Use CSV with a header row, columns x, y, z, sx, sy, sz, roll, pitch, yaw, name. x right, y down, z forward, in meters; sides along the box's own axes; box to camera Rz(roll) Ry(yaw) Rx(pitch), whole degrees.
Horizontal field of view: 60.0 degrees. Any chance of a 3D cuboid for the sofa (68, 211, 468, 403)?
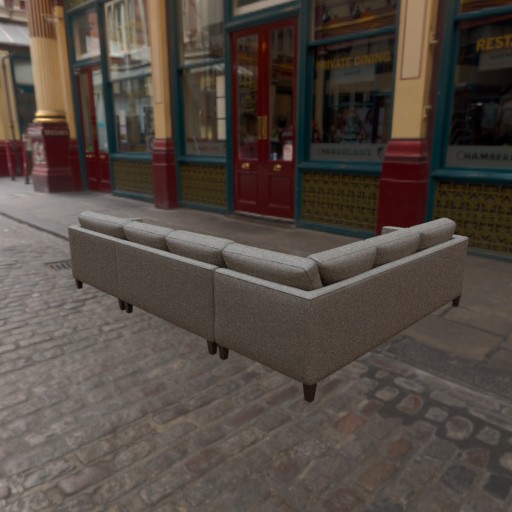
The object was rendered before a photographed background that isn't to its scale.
x,y,z,sx,sy,sz,roll,pitch,yaw,name
0.000,0.000,4.648,3.403,0.889,2.551,13,19,43,sofa
